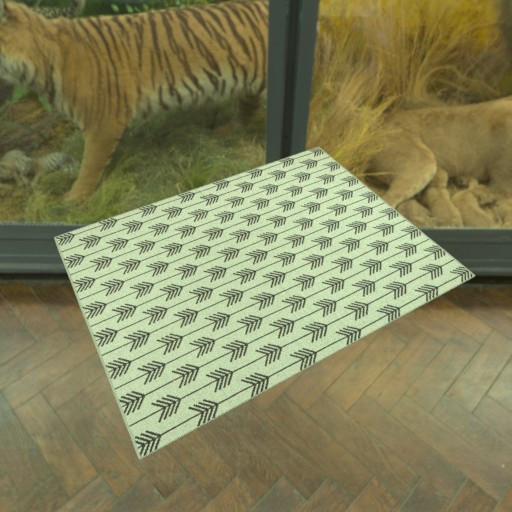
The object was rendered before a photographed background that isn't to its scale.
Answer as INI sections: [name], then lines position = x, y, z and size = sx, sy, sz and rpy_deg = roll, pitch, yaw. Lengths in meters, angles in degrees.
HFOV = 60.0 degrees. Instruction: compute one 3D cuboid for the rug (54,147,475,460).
[rug]
position = 0.000, 0.000, 4.012
size = 3.061, 0.010, 2.330
rpy_deg = -23, 51, -20
